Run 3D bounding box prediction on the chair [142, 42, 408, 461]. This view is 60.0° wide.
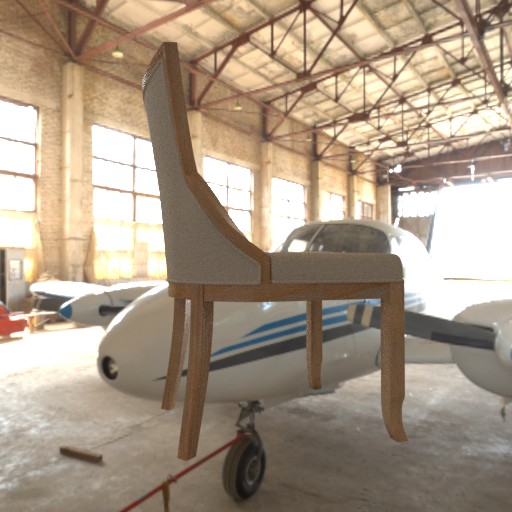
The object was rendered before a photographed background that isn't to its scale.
[{"bbox_3d":[0.000,0.000,1.278,0.641,0.947,0.524,0,-1,-18],"label":"chair"}]
